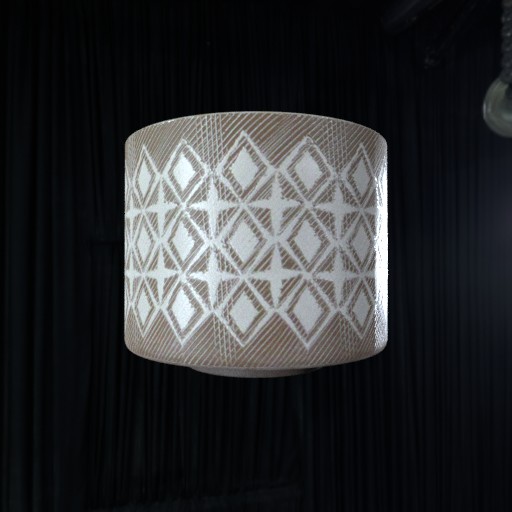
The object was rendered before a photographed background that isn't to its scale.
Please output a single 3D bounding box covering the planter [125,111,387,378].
[{"bbox_3d":[0.000,0.000,0.223,0.126,0.104,0.126,0,-1,0],"label":"planter"}]
